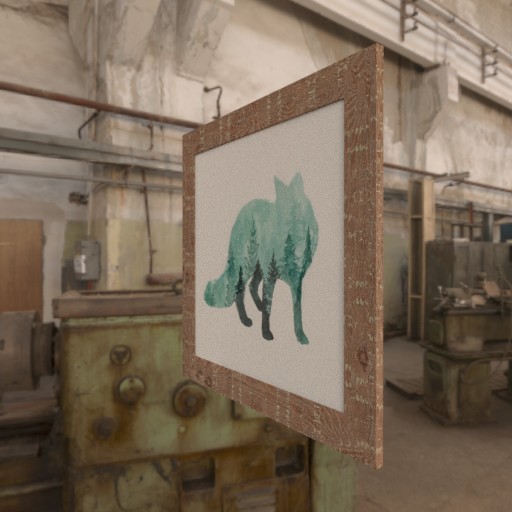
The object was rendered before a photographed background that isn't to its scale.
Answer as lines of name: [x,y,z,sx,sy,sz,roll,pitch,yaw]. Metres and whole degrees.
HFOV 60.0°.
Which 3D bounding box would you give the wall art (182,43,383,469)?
wall art: [0.000,0.000,0.558,0.012,0.384,0.384,0,0,-36]
